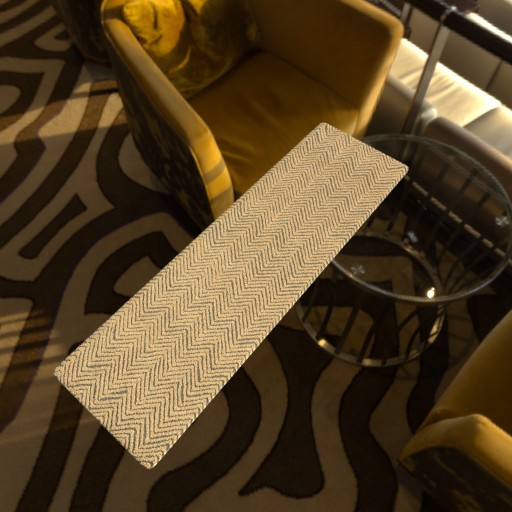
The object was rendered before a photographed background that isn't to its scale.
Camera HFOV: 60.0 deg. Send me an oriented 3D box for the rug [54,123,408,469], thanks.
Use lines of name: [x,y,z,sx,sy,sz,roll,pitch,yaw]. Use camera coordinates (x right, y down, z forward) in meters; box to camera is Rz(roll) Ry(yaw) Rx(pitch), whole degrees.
rug: [0.000,0.000,2.495,0.686,0.008,2.286,35,64,20]
